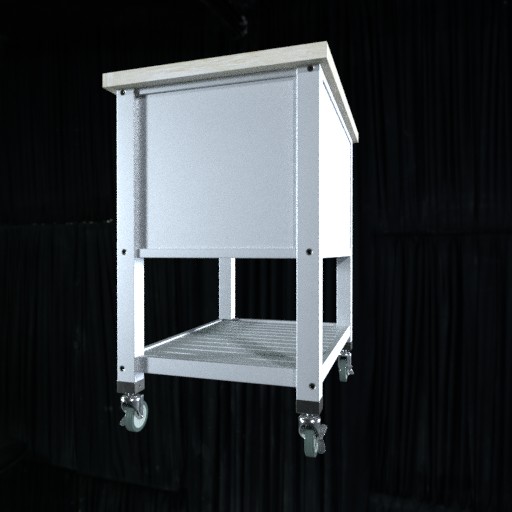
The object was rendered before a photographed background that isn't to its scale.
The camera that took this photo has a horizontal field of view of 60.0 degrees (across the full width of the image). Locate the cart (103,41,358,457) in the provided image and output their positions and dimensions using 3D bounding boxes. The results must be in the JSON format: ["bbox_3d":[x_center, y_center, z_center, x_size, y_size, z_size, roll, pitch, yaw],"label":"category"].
[{"bbox_3d":[0.000,0.000,1.386,0.559,0.914,0.762,0,0,18],"label":"cart"}]
